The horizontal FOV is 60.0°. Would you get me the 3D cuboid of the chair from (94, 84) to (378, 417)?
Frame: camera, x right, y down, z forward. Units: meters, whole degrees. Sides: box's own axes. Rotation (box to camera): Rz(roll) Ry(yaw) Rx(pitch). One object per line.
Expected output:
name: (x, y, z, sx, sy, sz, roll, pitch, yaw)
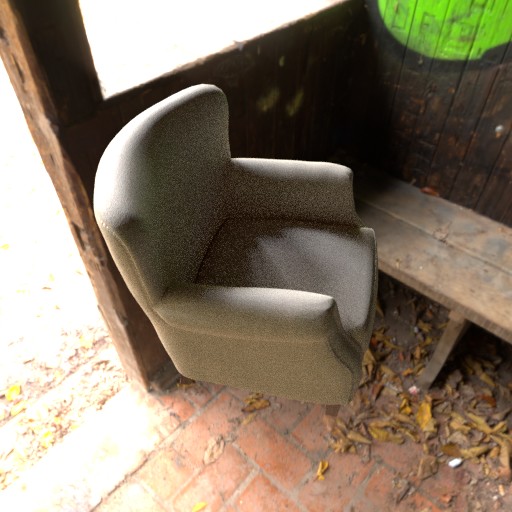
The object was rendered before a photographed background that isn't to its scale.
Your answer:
chair: (0.000, 0.000, 1.653, 0.921, 0.936, 0.861, 10, 46, 9)
